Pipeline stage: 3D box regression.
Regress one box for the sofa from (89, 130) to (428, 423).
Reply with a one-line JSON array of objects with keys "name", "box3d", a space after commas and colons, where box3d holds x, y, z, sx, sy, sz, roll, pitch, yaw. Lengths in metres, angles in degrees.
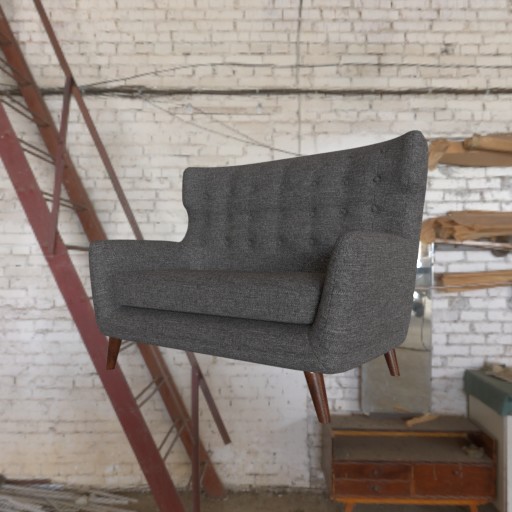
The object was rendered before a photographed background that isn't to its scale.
[{"name": "sofa", "box3d": [0.000, 0.000, 2.002, 1.358, 1.028, 0.874, 0, 0, 36]}]
